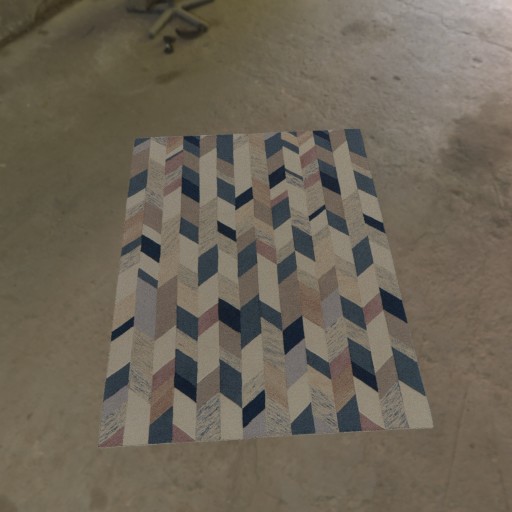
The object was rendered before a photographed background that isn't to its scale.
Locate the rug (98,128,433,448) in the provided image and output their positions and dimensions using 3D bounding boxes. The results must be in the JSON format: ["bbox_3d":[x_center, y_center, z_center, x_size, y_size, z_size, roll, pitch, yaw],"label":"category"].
[{"bbox_3d":[0.000,0.000,3.994,2.451,0.011,3.072,-3,60,-2],"label":"rug"}]
